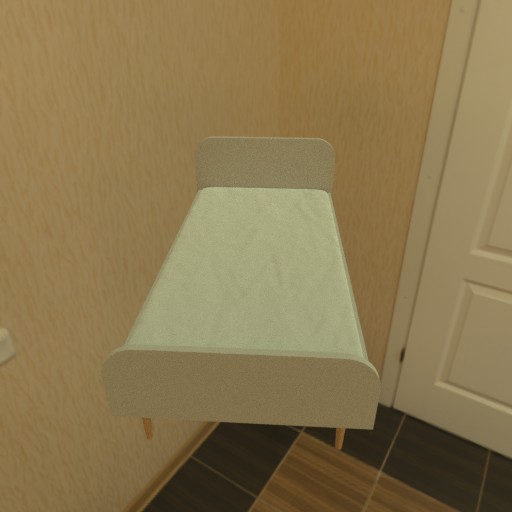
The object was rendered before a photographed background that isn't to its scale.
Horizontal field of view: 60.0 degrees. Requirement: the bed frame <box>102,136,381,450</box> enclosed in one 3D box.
[{"bbox_3d":[0.000,0.000,2.449,0.998,0.805,1.963,2,30,3],"label":"bed frame"}]
